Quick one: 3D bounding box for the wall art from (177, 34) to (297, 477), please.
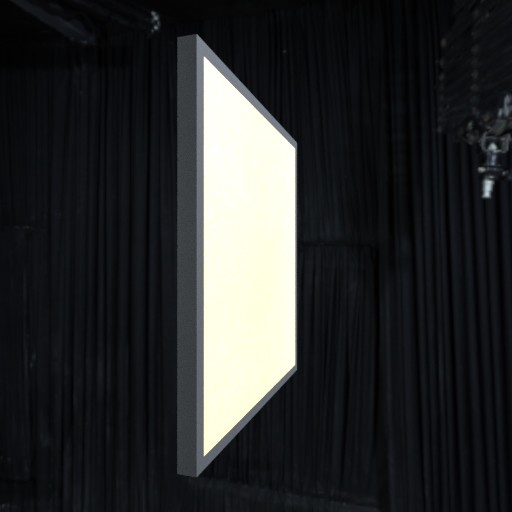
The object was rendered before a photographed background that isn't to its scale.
[{"bbox_3d":[0.000,0.000,1.127,0.037,0.760,0.762,0,0,18],"label":"wall art"}]
